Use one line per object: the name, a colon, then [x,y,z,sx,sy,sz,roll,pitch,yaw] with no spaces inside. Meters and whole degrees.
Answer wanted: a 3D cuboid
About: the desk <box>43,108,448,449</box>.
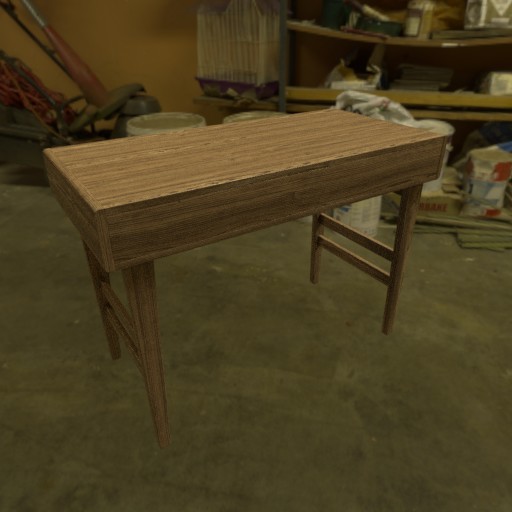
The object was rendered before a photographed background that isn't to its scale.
desk: [0.000,0.000,1.461,1.067,0.755,0.508,-18,34,-29]
